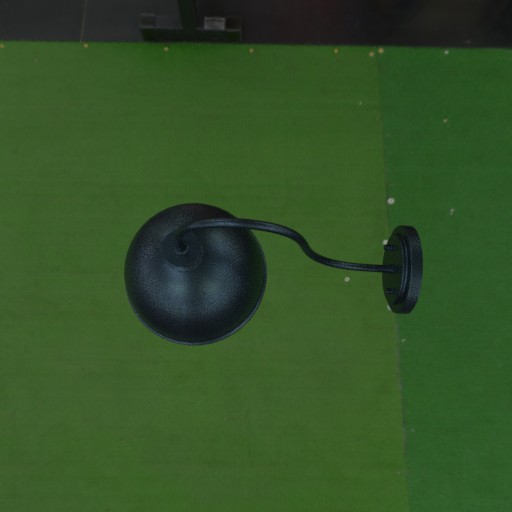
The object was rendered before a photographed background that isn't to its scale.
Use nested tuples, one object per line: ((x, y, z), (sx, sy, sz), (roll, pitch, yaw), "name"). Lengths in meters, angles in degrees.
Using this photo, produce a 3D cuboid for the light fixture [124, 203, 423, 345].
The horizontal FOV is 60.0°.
((0.000, 0.000, 0.655), (0.467, 0.295, 0.253), (3, 75, 1), "light fixture")
